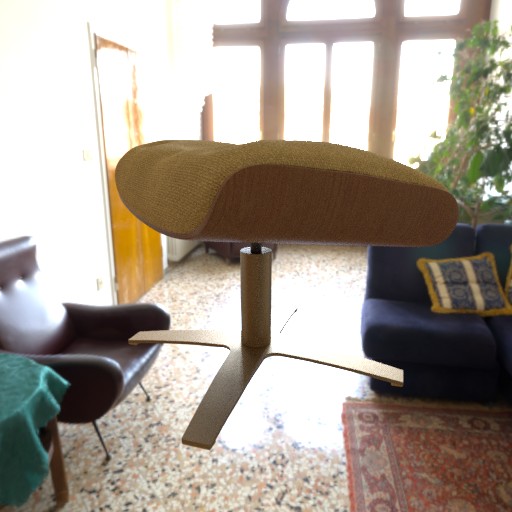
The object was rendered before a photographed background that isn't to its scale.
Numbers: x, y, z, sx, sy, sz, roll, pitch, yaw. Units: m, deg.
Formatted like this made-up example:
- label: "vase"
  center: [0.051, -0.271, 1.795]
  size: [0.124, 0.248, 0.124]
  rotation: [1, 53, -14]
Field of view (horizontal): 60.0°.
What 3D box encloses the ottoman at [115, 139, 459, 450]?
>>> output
- label: "ottoman"
  center: [0.000, 0.000, 0.769]
  size: [0.394, 0.391, 0.520]
  rotation: [-7, 16, -26]
